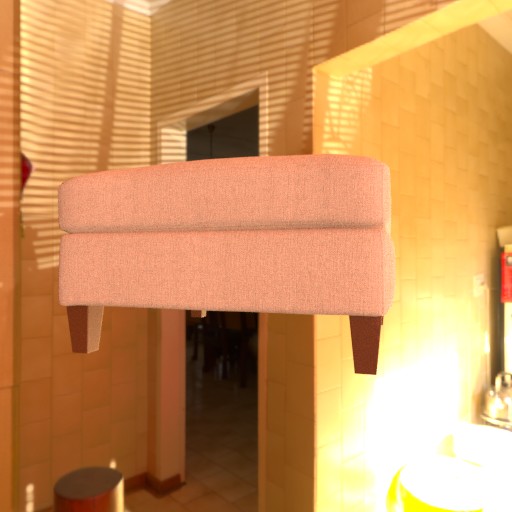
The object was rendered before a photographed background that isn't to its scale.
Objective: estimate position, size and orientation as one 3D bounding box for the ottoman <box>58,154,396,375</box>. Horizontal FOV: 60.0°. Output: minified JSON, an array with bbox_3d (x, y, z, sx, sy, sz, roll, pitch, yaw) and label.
[{"bbox_3d":[0.000,0.000,1.403,0.838,0.503,0.838,0,0,17],"label":"ottoman"}]
